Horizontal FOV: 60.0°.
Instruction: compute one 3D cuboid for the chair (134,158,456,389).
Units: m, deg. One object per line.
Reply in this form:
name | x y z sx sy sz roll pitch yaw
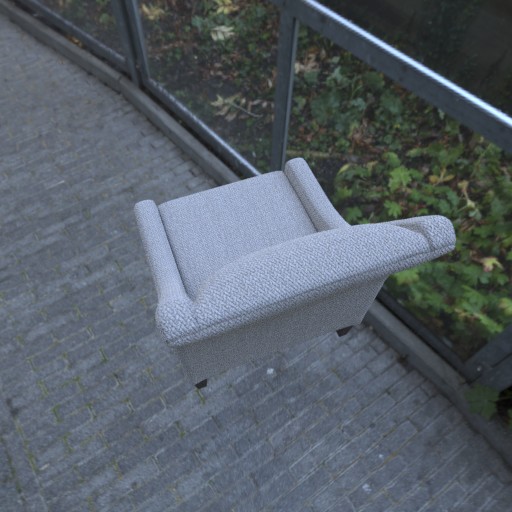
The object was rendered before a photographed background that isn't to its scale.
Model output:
chair | 0.000 0.000 1.636 0.774 1.014 0.870 -18 59 -11
